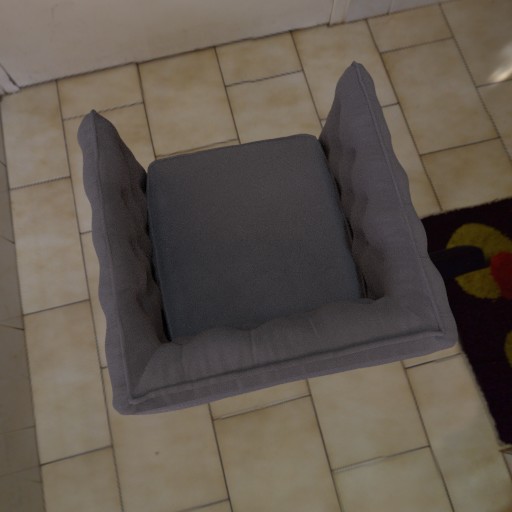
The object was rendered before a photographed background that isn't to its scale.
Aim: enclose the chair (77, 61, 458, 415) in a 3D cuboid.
[{"bbox_3d":[0.000,0.000,1.586,0.946,0.807,0.913,-11,74,-3],"label":"chair"}]
